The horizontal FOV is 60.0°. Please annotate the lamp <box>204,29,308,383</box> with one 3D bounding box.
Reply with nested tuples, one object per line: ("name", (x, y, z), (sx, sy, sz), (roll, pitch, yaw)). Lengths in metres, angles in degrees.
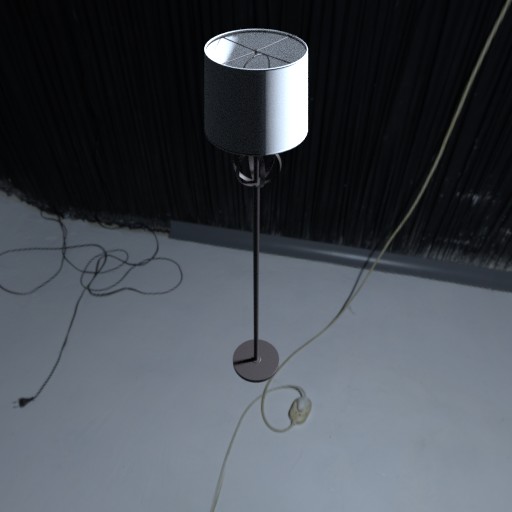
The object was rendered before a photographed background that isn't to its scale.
("lamp", (0.000, 0.000, 1.607), (0.286, 1.462, 0.286), (10, 47, 9))
